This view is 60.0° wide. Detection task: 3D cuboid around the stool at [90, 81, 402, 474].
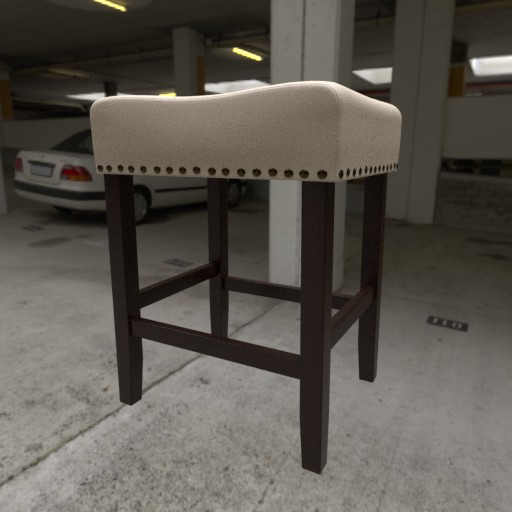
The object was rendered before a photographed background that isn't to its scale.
[{"bbox_3d":[0.000,0.000,0.912,0.471,0.609,0.401,7,15,28],"label":"stool"}]
